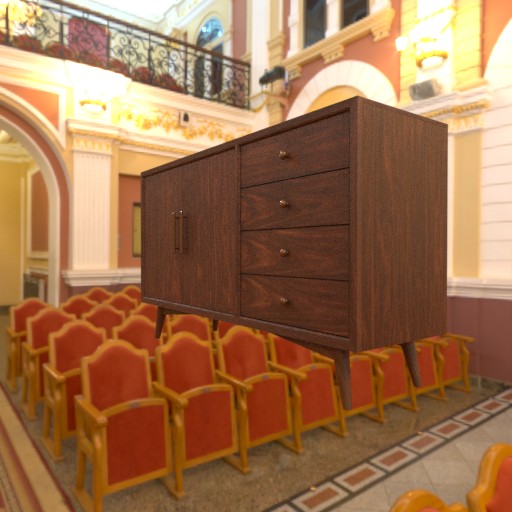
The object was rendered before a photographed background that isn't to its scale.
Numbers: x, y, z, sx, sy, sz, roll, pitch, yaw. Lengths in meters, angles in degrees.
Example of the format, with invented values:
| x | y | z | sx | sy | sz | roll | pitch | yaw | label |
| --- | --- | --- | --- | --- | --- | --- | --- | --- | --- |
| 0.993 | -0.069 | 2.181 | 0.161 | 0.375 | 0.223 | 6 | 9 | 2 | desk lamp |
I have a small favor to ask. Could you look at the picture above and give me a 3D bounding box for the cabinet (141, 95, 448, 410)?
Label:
| x | y | z | sx | sy | sz | roll | pitch | yaw | label |
| --- | --- | --- | --- | --- | --- | --- | --- | --- | --- |
| 0.000 | 0.000 | 2.043 | 0.505 | 0.940 | 1.575 | -1 | 1 | -37 | cabinet |
